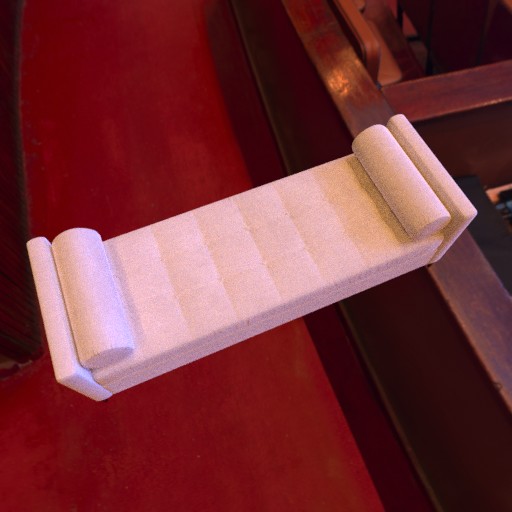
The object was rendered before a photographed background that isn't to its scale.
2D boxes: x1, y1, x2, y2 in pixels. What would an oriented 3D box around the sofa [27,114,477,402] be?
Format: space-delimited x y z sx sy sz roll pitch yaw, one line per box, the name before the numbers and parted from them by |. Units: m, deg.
sofa | 0.000 0.000 2.302 1.981 0.635 0.686 -21 65 -10
